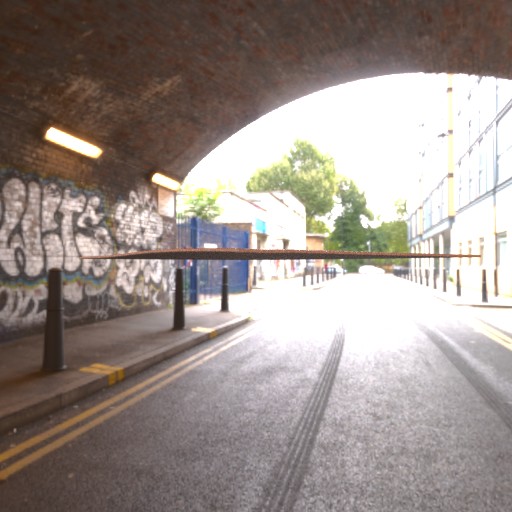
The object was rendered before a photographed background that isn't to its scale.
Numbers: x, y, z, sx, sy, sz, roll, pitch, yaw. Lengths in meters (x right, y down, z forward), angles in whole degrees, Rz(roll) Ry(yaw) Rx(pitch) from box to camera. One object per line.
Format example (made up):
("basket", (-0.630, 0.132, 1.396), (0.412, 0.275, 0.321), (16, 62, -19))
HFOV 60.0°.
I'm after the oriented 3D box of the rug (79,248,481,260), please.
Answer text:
("rug", (0.000, 0.000, 4.192), (2.453, 0.043, 3.052), (1, -1, -36))
